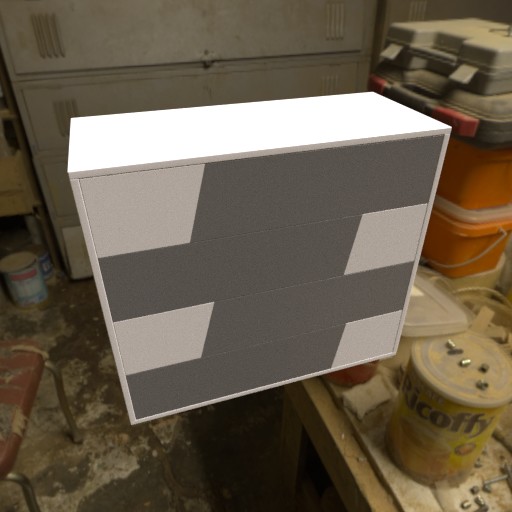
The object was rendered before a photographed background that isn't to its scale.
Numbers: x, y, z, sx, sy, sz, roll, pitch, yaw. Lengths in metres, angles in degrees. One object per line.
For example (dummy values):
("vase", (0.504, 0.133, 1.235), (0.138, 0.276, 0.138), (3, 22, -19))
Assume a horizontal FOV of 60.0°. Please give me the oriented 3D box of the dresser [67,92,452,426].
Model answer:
("dresser", (0.000, 0.000, 1.659), (1.100, 1.000, 0.460), (-10, 35, -15))
